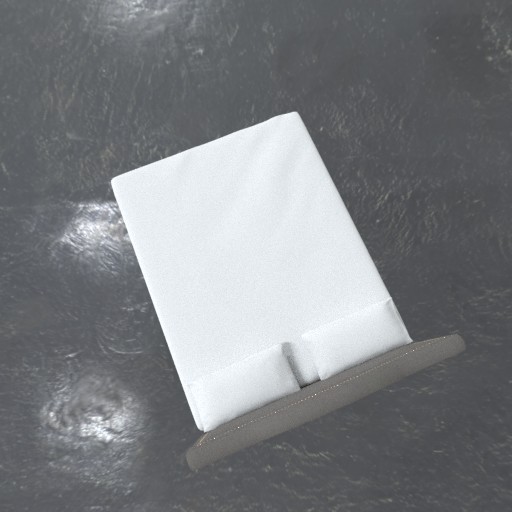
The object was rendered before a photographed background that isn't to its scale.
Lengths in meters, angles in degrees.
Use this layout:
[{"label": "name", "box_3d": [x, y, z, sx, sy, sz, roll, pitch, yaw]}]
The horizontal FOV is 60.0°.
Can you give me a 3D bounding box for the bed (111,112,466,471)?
[{"label": "bed", "box_3d": [0.000, 0.000, 3.349, 1.821, 1.436, 2.282, -22, 76, -6]}]
